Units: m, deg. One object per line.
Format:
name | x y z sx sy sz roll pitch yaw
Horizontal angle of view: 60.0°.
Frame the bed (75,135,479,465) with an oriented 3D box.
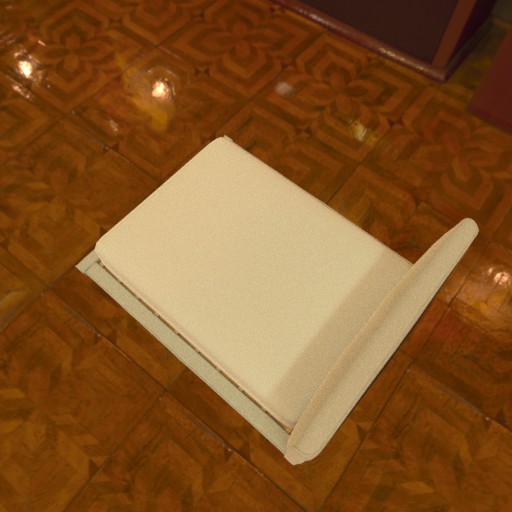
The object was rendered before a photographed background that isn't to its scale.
bed | 0.000 0.000 3.345 2.368 1.067 1.840 37 69 17
